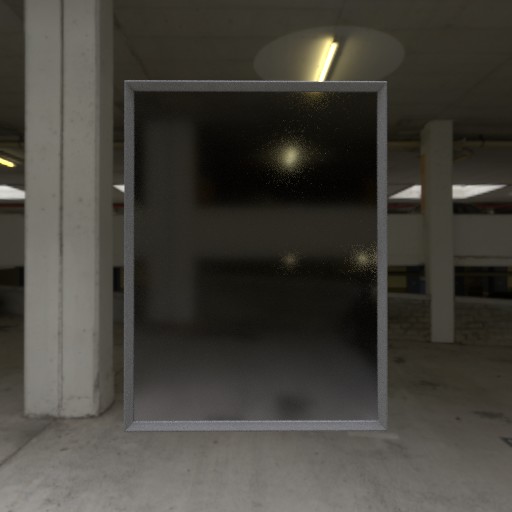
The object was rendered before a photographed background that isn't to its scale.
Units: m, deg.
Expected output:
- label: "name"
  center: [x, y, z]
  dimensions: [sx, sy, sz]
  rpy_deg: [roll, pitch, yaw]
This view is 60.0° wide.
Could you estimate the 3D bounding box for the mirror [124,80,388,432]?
- label: "mirror"
  center: [0.000, 0.000, 1.304]
  dimensions: [0.762, 1.016, 0.041]
  rpy_deg: [0, 0, 0]
